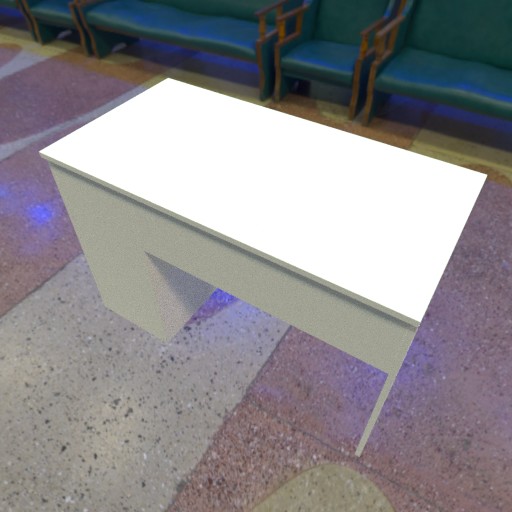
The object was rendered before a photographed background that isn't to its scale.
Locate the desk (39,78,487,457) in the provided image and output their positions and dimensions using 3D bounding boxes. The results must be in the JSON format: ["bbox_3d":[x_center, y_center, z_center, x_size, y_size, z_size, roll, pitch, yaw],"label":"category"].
[{"bbox_3d":[0.000,0.000,1.472,1.096,0.730,0.560,24,51,22],"label":"desk"}]
